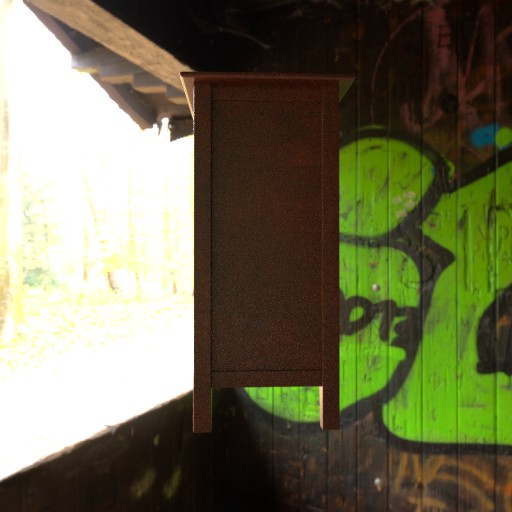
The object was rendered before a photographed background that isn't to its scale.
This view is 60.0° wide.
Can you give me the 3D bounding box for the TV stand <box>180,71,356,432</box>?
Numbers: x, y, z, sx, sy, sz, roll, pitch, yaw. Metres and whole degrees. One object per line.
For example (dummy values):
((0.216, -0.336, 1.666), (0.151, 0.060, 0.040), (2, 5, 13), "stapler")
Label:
((0.000, 0.000, 1.796), (0.445, 0.915, 1.372), (0, 0, -3), "TV stand")
